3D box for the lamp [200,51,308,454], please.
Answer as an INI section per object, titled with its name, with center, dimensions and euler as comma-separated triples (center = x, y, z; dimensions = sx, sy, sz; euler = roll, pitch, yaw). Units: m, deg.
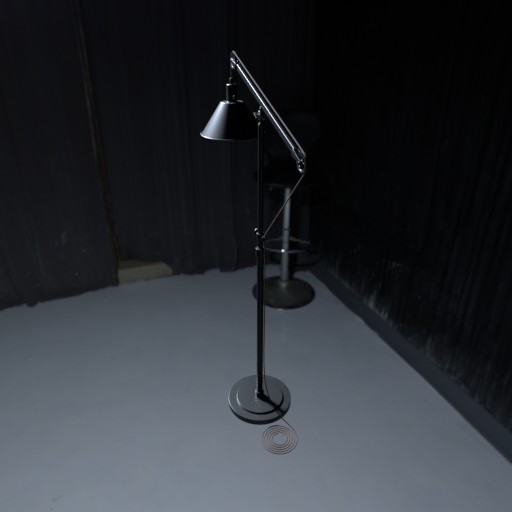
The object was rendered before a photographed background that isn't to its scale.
[lamp]
center = 0.000, 0.000, 1.963
dimensions = 0.319, 1.626, 0.904
euler = -9, 29, -18
